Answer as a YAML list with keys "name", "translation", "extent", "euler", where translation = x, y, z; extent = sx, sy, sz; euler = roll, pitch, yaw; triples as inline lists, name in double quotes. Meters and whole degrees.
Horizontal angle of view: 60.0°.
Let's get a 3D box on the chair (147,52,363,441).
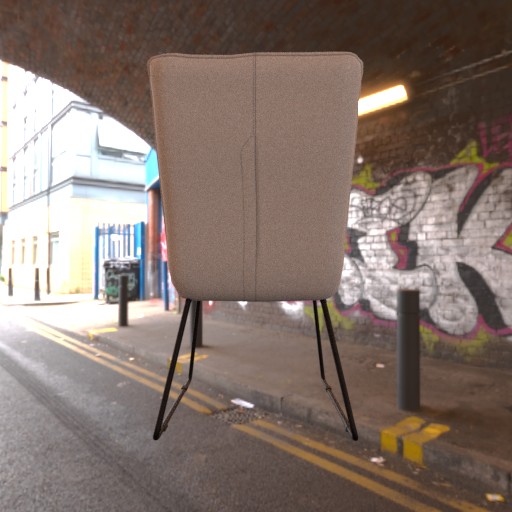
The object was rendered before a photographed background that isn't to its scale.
- name: "chair"
  translation: [0.000, 0.000, 1.324]
  extent: [0.515, 0.930, 0.688]
  euler: [0, -1, 0]
